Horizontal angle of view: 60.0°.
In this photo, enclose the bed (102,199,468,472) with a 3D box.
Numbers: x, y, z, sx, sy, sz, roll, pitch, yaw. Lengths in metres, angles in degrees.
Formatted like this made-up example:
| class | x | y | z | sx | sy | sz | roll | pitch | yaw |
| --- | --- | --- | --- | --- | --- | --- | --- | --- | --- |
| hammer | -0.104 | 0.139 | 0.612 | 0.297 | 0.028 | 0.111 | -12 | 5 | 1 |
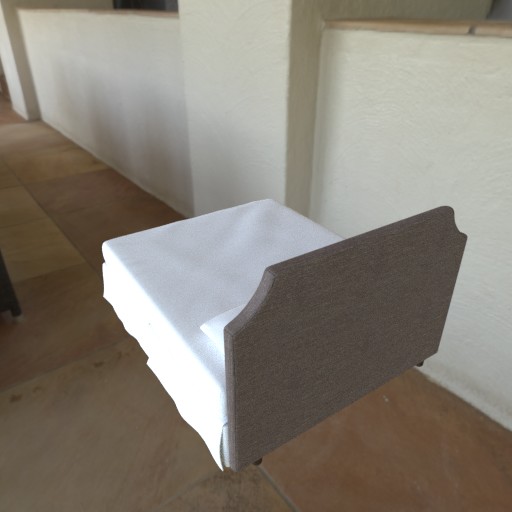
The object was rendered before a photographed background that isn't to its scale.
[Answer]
| class | x | y | z | sx | sy | sz | roll | pitch | yaw |
| --- | --- | --- | --- | --- | --- | --- | --- | --- | --- |
| bed | 0.000 | 0.000 | 4.206 | 2.350 | 1.590 | 2.773 | -18 | 34 | -29 |
